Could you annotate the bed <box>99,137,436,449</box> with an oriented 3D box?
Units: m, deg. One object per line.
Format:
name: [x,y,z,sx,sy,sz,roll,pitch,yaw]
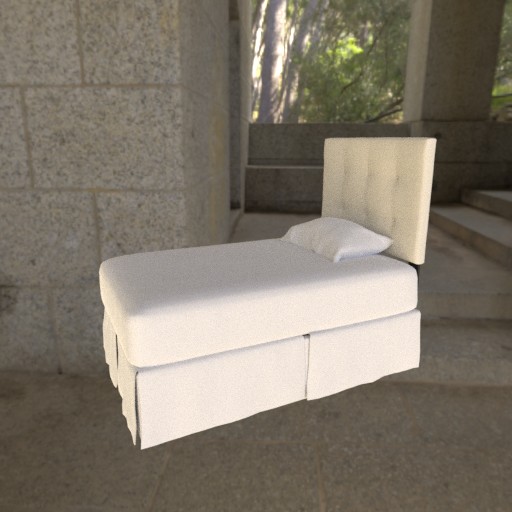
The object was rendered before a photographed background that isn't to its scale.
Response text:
bed: [0.000,0.000,3.035,1.997,1.571,1.261,-7,16,-25]
